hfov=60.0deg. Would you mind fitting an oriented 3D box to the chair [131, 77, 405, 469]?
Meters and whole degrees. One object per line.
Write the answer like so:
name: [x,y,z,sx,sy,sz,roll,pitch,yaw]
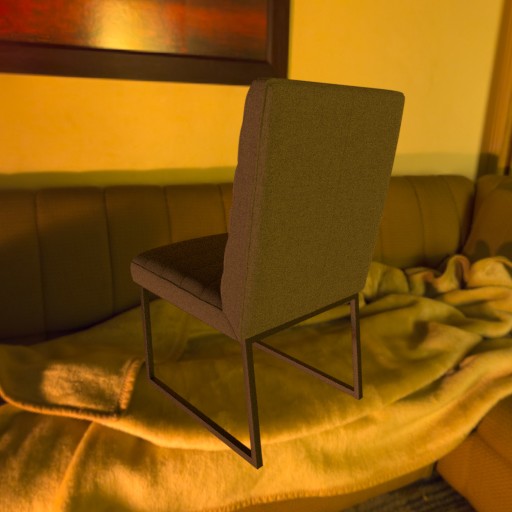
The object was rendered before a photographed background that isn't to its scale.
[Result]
chair: [0.000,0.000,1.326,0.520,0.930,0.634,-14,21,-41]
